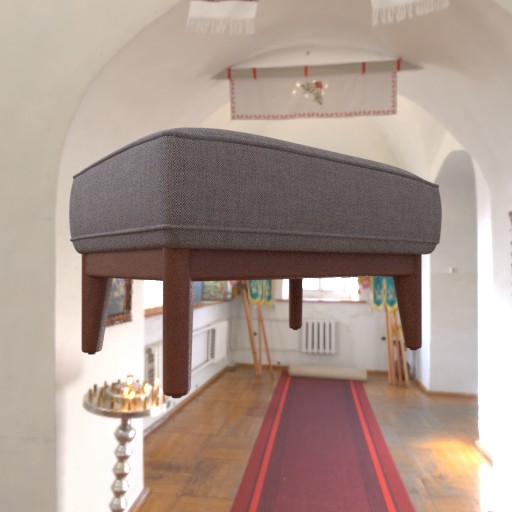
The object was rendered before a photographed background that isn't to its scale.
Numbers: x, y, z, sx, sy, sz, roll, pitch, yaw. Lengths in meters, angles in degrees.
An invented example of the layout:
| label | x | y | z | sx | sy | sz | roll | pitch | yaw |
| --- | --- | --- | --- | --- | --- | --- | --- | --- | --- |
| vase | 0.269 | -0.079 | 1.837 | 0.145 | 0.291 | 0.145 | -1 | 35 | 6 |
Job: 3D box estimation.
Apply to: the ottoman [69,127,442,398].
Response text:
| label | x | y | z | sx | sy | sz | roll | pitch | yaw |
| --- | --- | --- | --- | --- | --- | --- | --- | --- | --- |
| ottoman | 0.000 | 0.000 | 1.063 | 0.750 | 0.458 | 0.555 | 1 | -2 | -37 |
